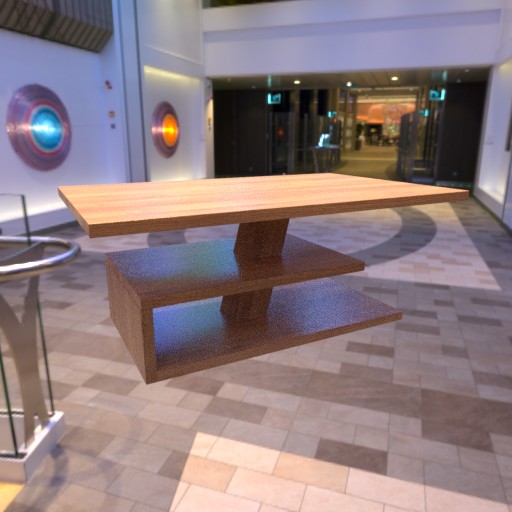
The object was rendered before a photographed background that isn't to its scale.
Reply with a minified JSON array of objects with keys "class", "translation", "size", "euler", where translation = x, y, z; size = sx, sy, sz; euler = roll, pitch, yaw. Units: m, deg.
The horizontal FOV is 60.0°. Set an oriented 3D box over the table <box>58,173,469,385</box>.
[{"class":"table","translation":[0.000,0.000,1.460],"size":[1.100,0.442,0.700],"euler":[-8,17,-27]}]
